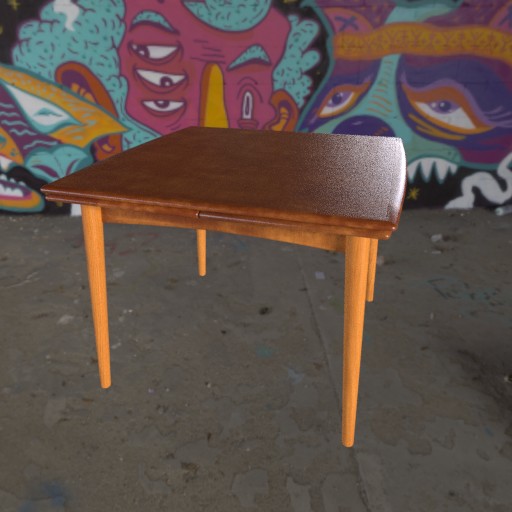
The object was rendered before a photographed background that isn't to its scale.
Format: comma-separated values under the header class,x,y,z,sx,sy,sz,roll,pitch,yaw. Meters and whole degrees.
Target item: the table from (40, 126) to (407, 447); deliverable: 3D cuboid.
class,x,y,z,sx,sy,sz,roll,pitch,yaw
table,0.000,0.000,1.681,0.991,0.754,0.991,8,27,15
